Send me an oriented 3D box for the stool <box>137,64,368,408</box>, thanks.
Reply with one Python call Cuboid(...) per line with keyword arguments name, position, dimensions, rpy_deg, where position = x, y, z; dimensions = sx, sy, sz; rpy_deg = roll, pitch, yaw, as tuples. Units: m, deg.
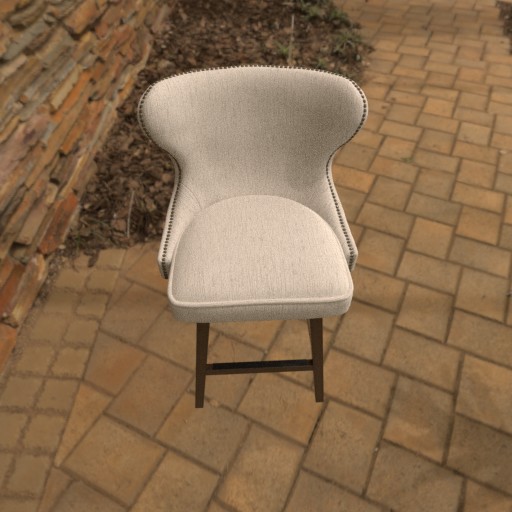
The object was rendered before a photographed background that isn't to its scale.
Cuboid(name="stool", position=(0.000, 0.000, 1.396), dimensions=(0.615, 0.972, 0.597), rpy_deg=(-2, 46, -2))
